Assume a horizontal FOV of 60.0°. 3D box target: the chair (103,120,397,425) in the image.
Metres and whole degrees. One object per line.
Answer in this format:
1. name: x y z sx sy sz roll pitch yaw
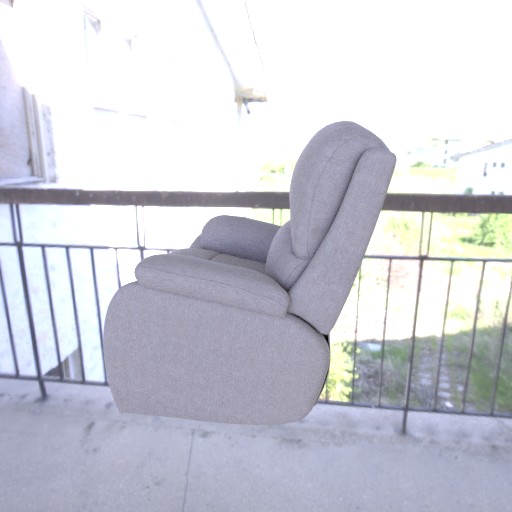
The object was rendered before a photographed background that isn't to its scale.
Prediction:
1. chair: 0.000 0.000 1.740 0.899 1.011 0.930 2 14 9
